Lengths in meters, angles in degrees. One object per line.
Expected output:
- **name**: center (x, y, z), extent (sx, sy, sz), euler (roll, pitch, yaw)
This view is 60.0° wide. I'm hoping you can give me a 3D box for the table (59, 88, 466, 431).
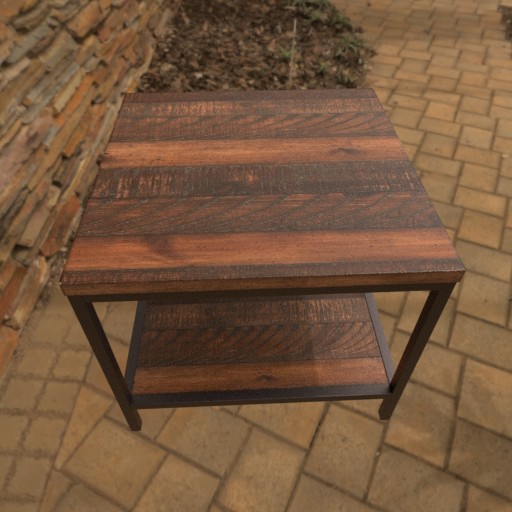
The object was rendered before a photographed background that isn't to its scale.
- **table**: center (0.000, 0.000, 0.958), extent (0.548, 0.482, 0.553), euler (-2, 46, -2)
